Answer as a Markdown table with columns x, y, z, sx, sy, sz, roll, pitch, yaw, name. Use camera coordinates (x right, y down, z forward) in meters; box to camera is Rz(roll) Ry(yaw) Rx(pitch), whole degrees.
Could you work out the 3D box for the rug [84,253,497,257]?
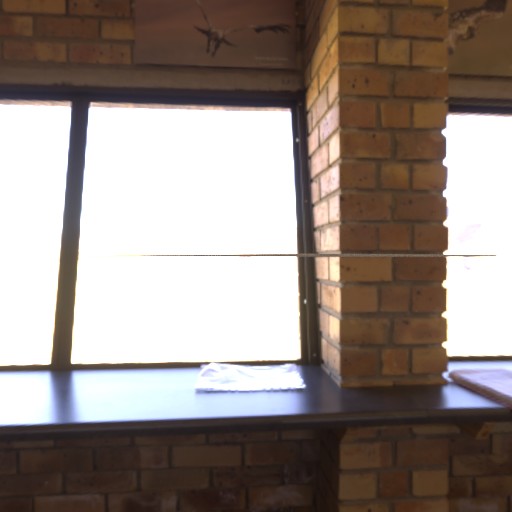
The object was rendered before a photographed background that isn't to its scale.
| x | y | z | sx | sy | sz | roll | pitch | yaw | name |
| --- | --- | --- | --- | --- | --- | --- | --- | --- | --- |
| 0.000 | 0.000 | 2.162 | 1.143 | 0.008 | 1.753 | 0 | 0 | -36 | rug |
